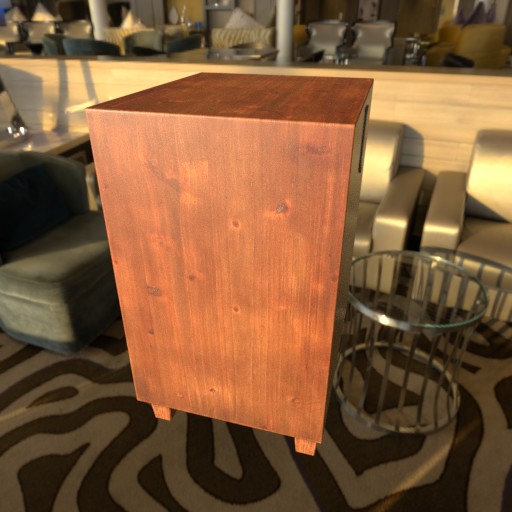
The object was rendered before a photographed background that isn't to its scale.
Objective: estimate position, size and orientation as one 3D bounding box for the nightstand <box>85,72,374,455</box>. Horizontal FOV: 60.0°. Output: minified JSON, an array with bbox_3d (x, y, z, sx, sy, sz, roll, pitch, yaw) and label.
[{"bbox_3d":[0.000,0.000,0.983,0.410,0.695,0.465,8,30,14],"label":"nightstand"}]
